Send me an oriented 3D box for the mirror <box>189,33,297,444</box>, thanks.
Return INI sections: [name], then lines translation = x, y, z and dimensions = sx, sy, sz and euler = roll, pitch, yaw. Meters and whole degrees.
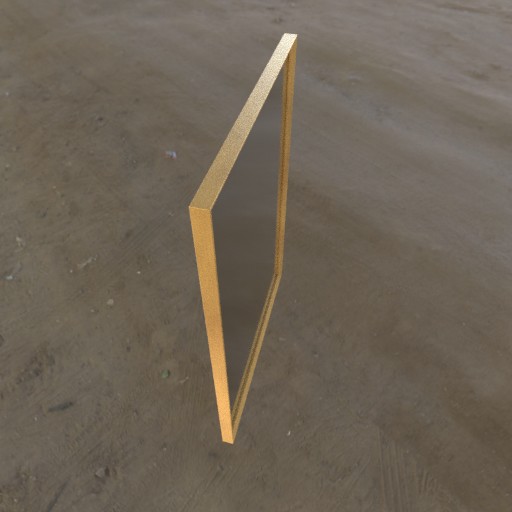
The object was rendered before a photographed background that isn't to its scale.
[mirror]
translation = 0.000, 0.000, 1.348
dimensions = 0.041, 1.016, 0.762
euler = 11, 48, 10
